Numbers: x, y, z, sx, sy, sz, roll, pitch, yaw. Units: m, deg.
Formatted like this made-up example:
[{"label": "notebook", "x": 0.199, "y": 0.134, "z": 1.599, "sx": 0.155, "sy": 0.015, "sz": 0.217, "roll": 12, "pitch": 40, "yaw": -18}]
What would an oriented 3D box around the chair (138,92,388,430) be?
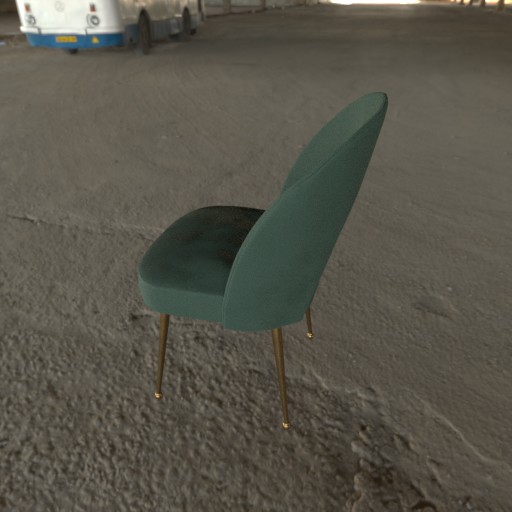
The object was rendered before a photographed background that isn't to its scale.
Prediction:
[{"label": "chair", "x": 0.000, "y": 0.000, "z": 1.216, "sx": 0.577, "sy": 0.860, "sz": 0.527, "roll": 8, "pitch": 32, "yaw": 13}]
